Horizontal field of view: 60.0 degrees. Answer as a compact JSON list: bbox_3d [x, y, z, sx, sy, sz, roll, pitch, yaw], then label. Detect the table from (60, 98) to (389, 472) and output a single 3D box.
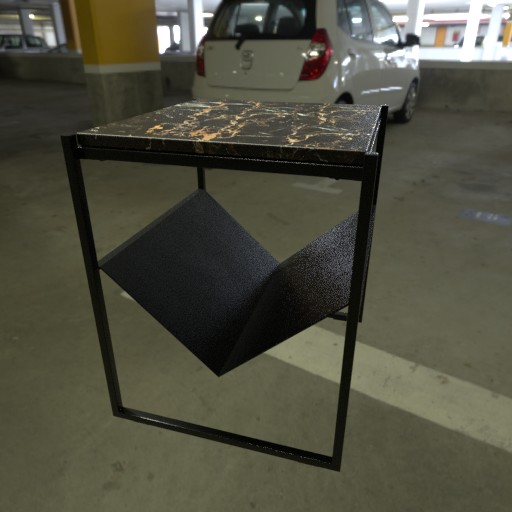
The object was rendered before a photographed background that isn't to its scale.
[{"bbox_3d":[0.000,0.000,0.881,0.432,0.534,0.469,7,27,15],"label":"table"}]
